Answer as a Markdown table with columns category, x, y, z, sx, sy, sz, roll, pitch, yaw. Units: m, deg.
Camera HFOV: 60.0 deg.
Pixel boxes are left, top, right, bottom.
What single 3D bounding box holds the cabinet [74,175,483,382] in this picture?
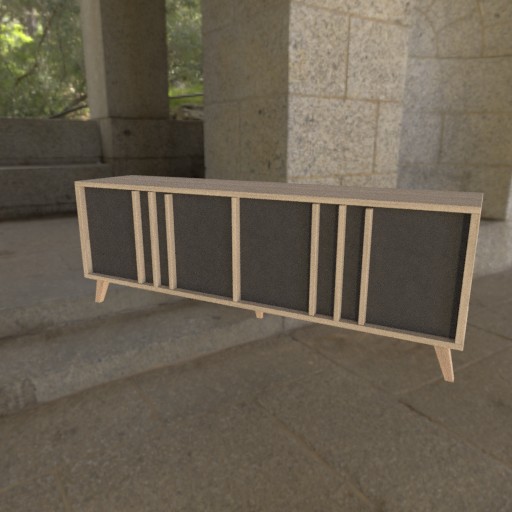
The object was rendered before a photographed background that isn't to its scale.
| category | x | y | z | sx | sy | sz | roll | pitch | yaw |
| --- | --- | --- | --- | --- | --- | --- | --- | --- | --- |
| cabinet | 0.000 | 0.000 | 2.496 | 2.198 | 0.779 | 0.499 | 8 | 17 | 26 |
